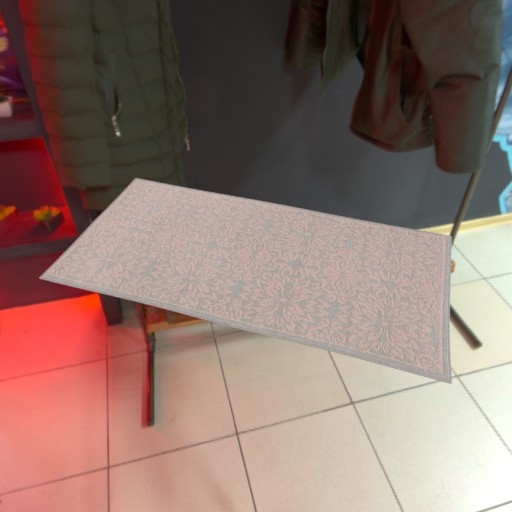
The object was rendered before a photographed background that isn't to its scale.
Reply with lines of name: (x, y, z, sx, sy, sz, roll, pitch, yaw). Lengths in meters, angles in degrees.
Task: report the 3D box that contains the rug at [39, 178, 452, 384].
rug: (0.000, 0.000, 1.449, 1.219, 0.007, 0.604, 12, 43, 13)
